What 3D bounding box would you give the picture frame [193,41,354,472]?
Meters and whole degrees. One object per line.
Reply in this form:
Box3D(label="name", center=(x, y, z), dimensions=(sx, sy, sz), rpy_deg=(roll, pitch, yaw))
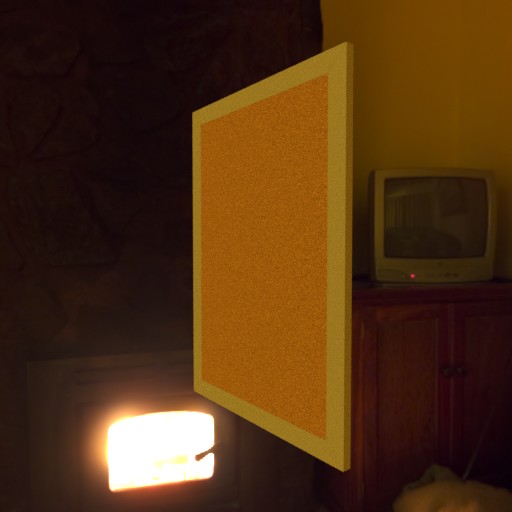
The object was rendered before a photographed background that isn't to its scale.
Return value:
Box3D(label="picture frame", center=(0.000, 0.000, 0.605), dimensions=(0.011, 0.459, 0.326), rpy_deg=(-2, 3, -37))
